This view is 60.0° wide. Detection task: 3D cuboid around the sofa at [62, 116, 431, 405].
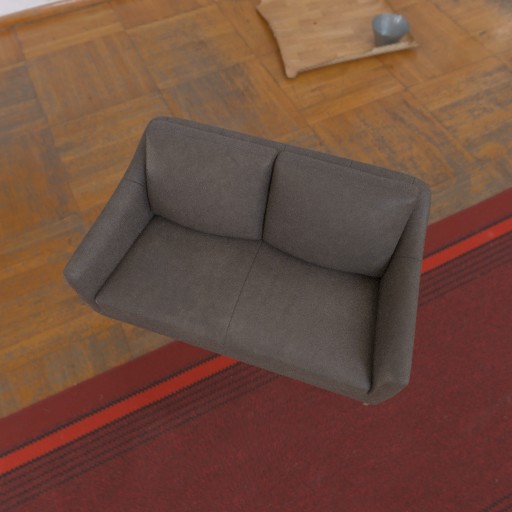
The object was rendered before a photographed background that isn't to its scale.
[{"bbox_3d":[0.000,0.000,2.269,1.619,0.902,0.960,16,61,9],"label":"sofa"}]
